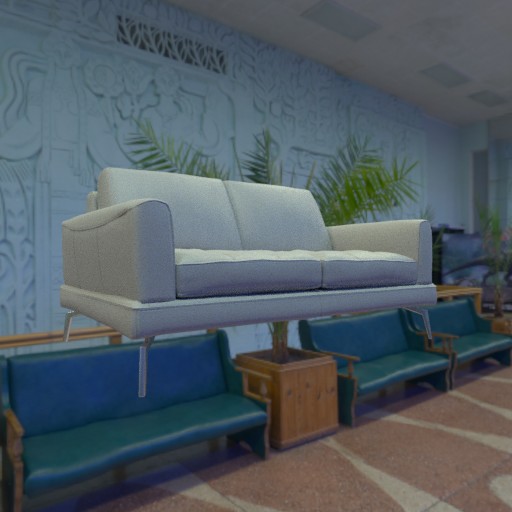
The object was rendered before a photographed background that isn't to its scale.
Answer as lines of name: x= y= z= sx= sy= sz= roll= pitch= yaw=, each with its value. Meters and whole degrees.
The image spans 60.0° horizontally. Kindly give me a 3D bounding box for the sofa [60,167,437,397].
sofa: x=0.000 y=0.000 z=2.428 sx=1.819 sy=0.930 sz=1.121 roll=0 pitch=0 yaw=-36
